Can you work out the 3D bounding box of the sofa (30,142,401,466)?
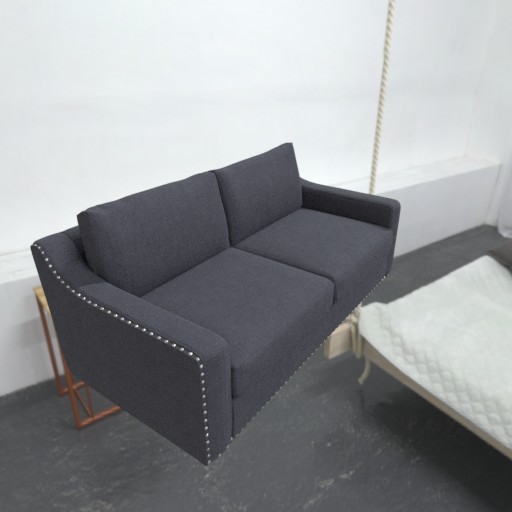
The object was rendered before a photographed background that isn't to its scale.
[{"bbox_3d":[0.000,0.000,3.256,1.336,1.196,2.550,18,32,31],"label":"sofa"}]
